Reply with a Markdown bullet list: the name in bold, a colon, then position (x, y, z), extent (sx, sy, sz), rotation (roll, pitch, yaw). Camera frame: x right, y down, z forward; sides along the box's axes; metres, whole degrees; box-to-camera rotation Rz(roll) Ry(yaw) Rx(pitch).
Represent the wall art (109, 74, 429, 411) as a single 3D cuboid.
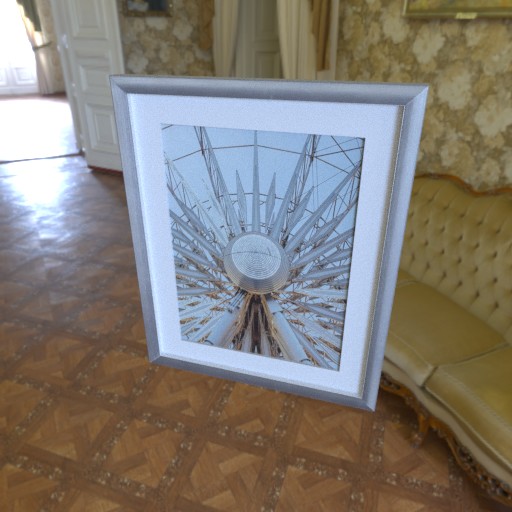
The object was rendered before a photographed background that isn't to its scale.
- **wall art**: position (0.000, 0.000, 0.749), extent (0.458, 0.558, 0.029), rotation (8, 28, 15)
